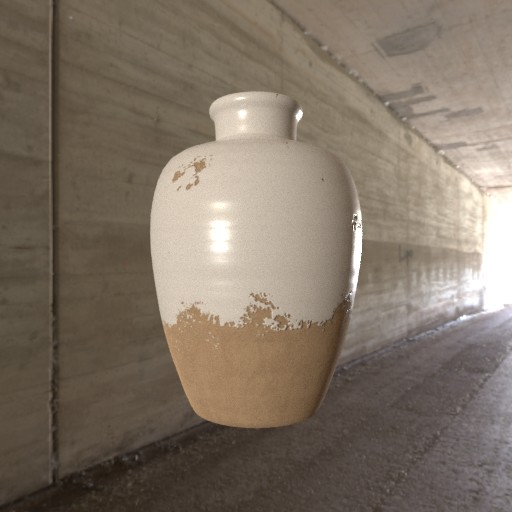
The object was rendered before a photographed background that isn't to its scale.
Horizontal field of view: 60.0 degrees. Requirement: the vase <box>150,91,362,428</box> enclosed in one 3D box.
[{"bbox_3d":[0.000,0.000,0.340,0.158,0.228,0.158,0,0,0],"label":"vase"}]
